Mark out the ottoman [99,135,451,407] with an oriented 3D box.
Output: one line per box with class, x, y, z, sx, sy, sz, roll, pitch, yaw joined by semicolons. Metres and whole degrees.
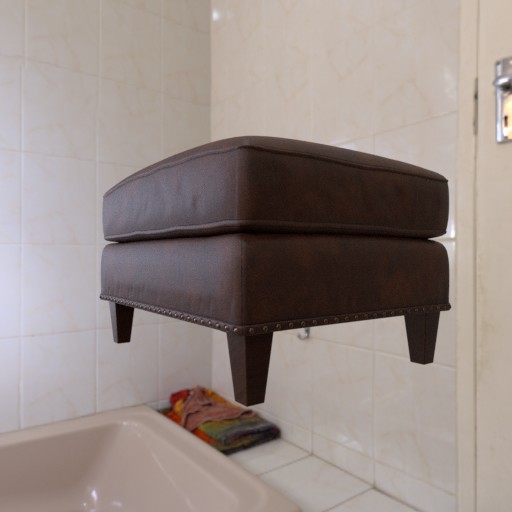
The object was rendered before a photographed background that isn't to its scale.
ottoman;0.000;0.000;1.132;0.586;0.486;0.742;0;0;-35
